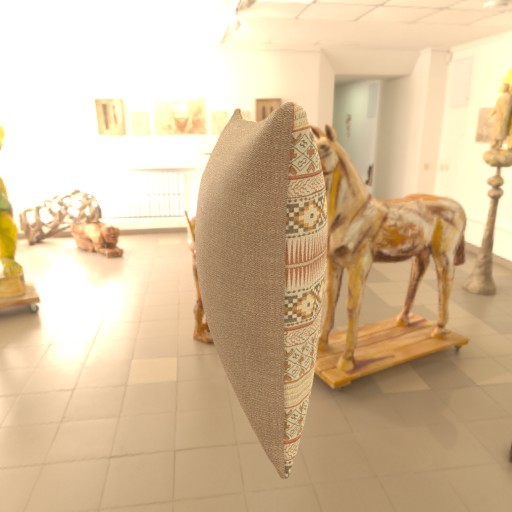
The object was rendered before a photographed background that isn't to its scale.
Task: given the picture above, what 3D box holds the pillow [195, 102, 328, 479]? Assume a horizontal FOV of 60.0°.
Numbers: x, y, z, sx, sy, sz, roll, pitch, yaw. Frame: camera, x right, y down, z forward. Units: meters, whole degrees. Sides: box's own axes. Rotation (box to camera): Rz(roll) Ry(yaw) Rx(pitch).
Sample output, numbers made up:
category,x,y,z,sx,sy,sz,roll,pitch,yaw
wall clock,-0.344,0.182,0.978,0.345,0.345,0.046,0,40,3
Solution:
category,x,y,z,sx,sy,sz,roll,pitch,yaw
pillow,0.000,0.000,0.800,0.215,0.519,0.521,-3,17,-9
